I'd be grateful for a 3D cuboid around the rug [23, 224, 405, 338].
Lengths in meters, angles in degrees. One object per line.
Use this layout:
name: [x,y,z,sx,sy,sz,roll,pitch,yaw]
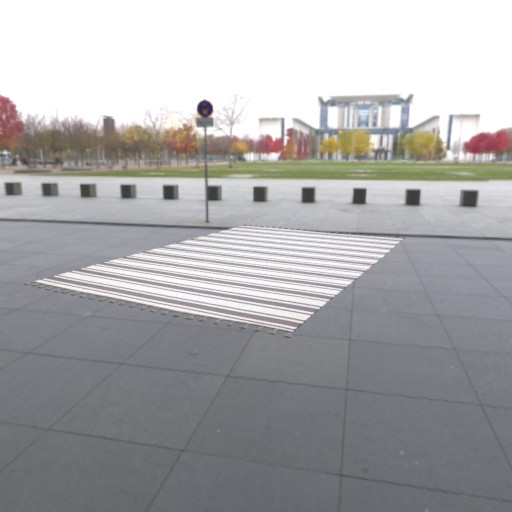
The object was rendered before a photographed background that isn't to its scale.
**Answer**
rug: [0.000,0.000,3.048,1.563,0.014,2.425,7,14,27]
